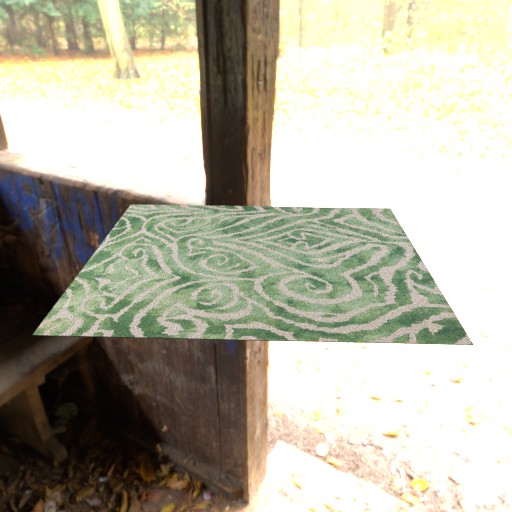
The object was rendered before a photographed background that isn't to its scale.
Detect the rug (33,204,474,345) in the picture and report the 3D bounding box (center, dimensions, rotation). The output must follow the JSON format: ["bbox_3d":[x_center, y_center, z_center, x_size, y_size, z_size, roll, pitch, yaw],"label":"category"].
[{"bbox_3d":[0.000,0.000,4.124,3.045,0.007,2.436,1,28,2],"label":"rug"}]
